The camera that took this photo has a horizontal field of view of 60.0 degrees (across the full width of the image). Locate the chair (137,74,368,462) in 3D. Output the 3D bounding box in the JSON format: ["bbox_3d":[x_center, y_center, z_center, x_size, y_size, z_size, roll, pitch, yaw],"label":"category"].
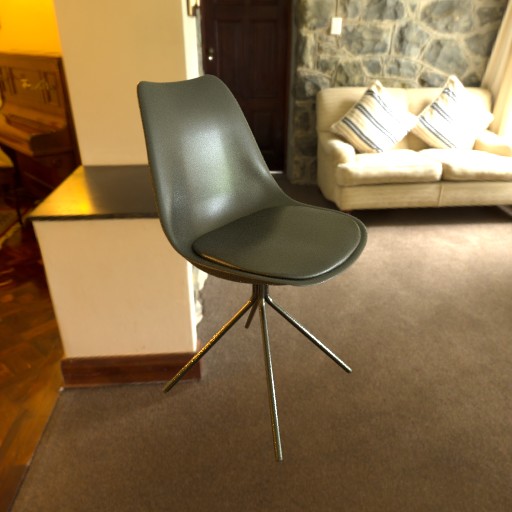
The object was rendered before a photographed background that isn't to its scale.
[{"bbox_3d":[0.000,0.000,1.165,0.525,0.850,0.461,18,32,32],"label":"chair"}]
